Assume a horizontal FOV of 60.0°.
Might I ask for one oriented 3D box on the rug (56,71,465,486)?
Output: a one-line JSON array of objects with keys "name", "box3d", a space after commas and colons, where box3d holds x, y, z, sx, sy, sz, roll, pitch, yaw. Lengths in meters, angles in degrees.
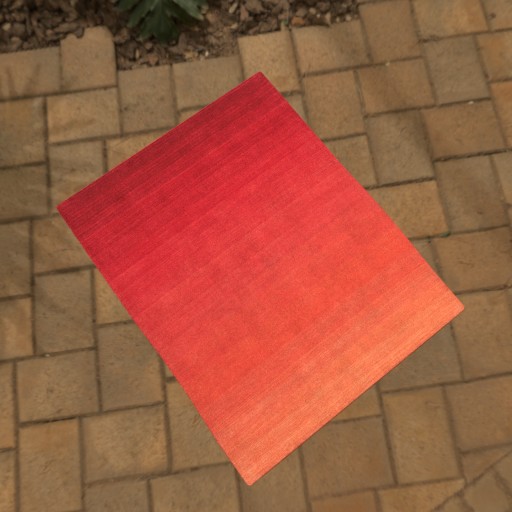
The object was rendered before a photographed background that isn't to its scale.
[{"name": "rug", "box3d": [0.000, 0.000, 3.892, 2.340, 0.028, 2.905, -36, 79, -8]}]
